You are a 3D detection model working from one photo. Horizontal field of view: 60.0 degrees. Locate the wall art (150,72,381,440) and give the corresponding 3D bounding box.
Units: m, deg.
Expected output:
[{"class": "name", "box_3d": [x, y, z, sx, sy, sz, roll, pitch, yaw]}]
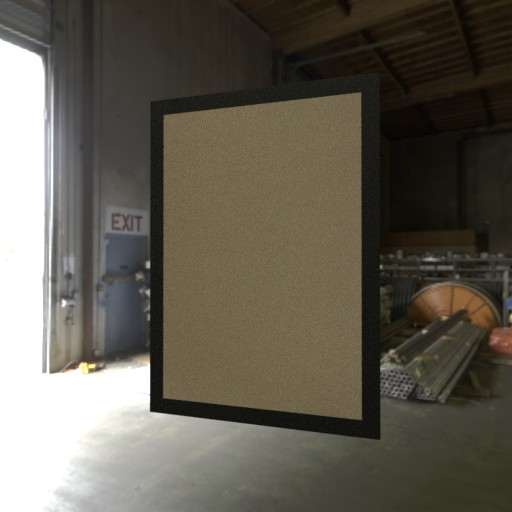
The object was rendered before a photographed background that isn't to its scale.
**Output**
[{"class": "wall art", "box_3d": [0.000, 0.000, 0.702, 0.379, 0.530, 0.008, 0, -1, 18]}]
